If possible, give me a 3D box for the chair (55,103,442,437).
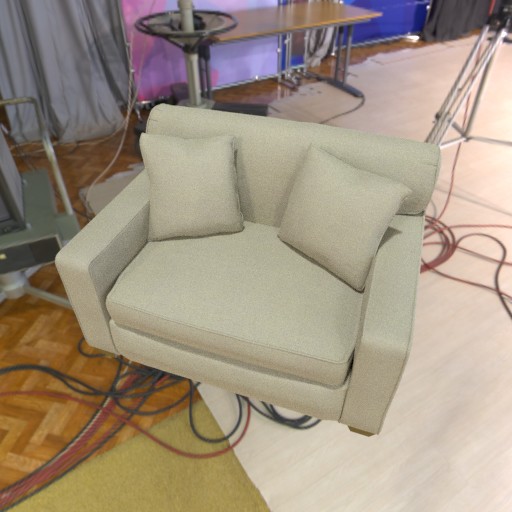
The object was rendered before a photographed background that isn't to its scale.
[{"bbox_3d":[0.000,0.000,2.008,1.383,0.948,1.000,13,43,14],"label":"chair"}]
